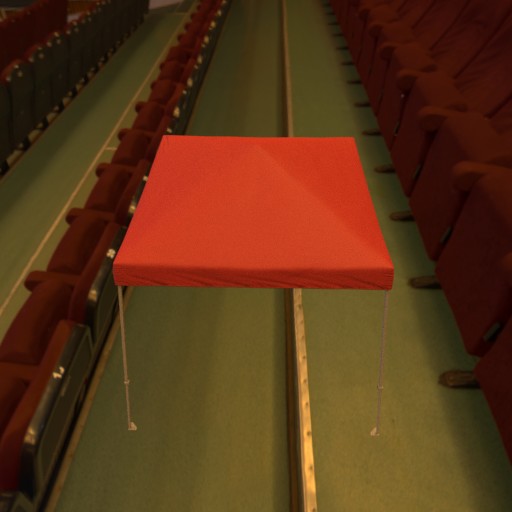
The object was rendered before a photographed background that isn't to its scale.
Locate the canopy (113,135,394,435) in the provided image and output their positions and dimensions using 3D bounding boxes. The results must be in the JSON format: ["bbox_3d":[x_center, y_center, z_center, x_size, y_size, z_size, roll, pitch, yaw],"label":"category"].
[{"bbox_3d":[0.000,0.000,6.521,3.599,3.600,3.600,1,42,1],"label":"canopy"}]
